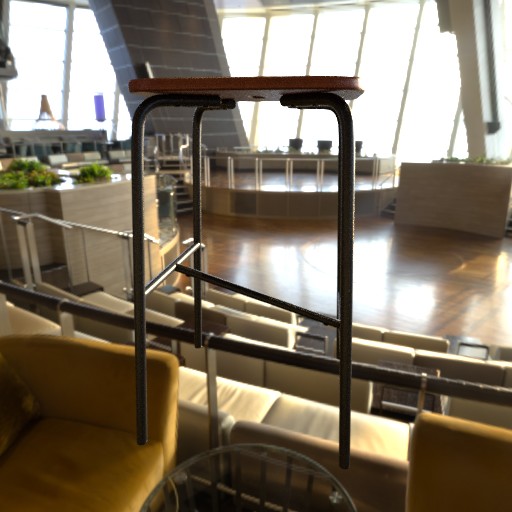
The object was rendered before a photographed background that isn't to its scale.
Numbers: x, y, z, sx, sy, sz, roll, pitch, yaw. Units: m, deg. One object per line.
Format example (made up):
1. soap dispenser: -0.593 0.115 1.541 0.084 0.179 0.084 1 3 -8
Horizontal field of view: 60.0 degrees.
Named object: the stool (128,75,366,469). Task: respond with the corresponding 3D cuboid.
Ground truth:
1. stool: 0.000 0.000 0.851 0.376 0.610 0.376 3 17 9
